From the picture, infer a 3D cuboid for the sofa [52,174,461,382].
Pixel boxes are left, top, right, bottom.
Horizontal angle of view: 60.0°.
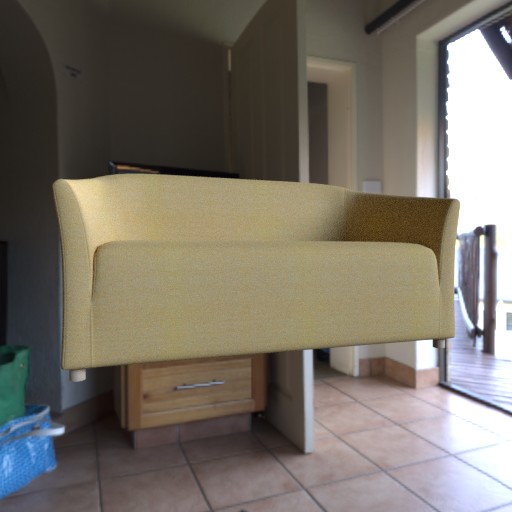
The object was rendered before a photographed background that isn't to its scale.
[{"bbox_3d":[0.000,0.000,1.804,1.452,0.721,0.705,0,1,-19],"label":"sofa"}]
